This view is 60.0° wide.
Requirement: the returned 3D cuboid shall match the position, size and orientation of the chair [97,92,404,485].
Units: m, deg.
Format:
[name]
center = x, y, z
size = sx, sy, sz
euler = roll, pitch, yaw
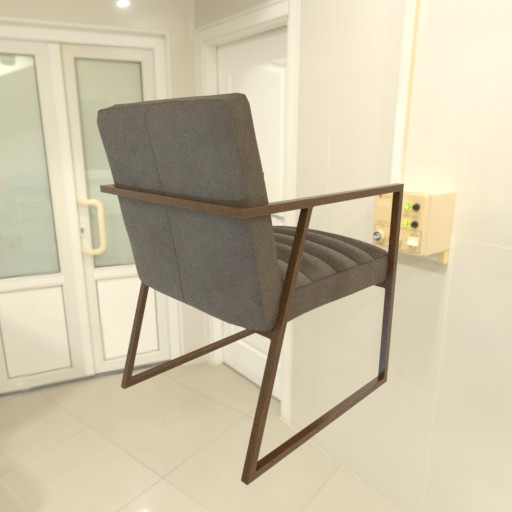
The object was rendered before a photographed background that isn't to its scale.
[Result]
[chair]
center = 0.000, 0.000, 1.300
size = 0.682, 0.843, 0.578
euler = -15, 21, -43
